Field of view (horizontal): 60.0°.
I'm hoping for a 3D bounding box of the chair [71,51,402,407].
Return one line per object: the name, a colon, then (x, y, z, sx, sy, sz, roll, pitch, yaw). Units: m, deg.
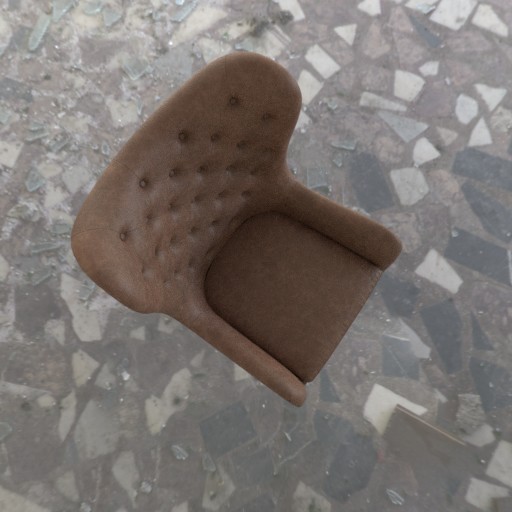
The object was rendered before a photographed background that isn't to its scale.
chair: (0.000, 0.000, 1.708, 0.930, 1.079, 0.831, 34, 78, 8)
